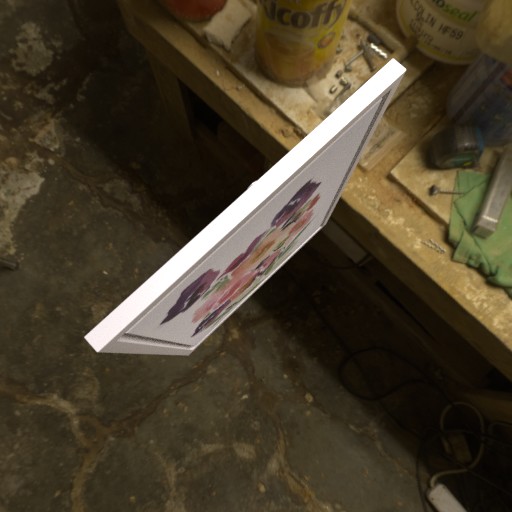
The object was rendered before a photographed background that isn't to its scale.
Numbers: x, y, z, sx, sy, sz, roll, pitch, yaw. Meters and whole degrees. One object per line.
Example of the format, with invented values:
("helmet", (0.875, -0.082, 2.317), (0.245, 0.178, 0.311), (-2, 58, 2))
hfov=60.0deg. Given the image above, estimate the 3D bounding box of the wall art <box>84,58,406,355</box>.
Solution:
("wall art", (0.000, 0.000, 1.349), (0.805, 1.056, 0.042), (-43, 81, -9))
